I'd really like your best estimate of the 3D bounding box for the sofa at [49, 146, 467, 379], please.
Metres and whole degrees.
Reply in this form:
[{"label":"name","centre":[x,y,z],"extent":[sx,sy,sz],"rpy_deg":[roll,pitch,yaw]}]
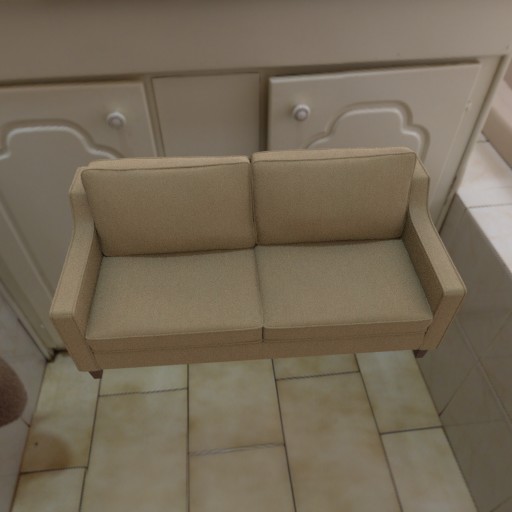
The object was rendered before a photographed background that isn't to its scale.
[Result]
[{"label":"sofa","centre":[0.000,0.000,2.752],"extent":[2.178,1.071,1.066],"rpy_deg":[-3,46,-3]}]
